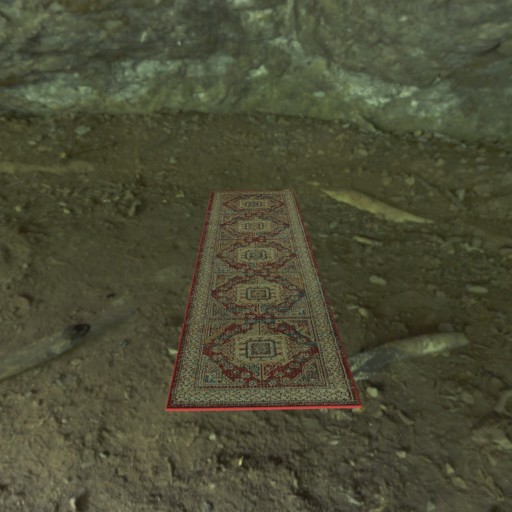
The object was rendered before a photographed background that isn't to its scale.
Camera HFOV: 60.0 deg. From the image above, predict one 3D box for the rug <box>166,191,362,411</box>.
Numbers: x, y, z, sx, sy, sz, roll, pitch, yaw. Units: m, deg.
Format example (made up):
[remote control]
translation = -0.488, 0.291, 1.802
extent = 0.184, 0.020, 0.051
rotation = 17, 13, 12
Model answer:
[rug]
translation = 0.000, 0.000, 2.508
extent = 0.659, 0.015, 2.292
rotation = -1, 27, -1
